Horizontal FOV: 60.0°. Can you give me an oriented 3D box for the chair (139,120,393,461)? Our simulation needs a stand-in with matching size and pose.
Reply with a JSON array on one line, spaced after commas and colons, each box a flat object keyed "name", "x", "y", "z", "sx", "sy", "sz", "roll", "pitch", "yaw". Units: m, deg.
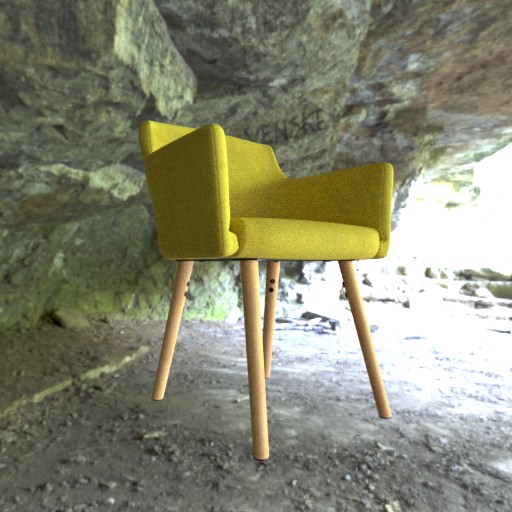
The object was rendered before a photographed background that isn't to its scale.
[{"name": "chair", "x": 0.000, "y": 0.000, "z": 1.179, "sx": 0.570, "sy": 0.780, "sz": 0.570, "roll": 1, "pitch": -1, "yaw": -37}]
